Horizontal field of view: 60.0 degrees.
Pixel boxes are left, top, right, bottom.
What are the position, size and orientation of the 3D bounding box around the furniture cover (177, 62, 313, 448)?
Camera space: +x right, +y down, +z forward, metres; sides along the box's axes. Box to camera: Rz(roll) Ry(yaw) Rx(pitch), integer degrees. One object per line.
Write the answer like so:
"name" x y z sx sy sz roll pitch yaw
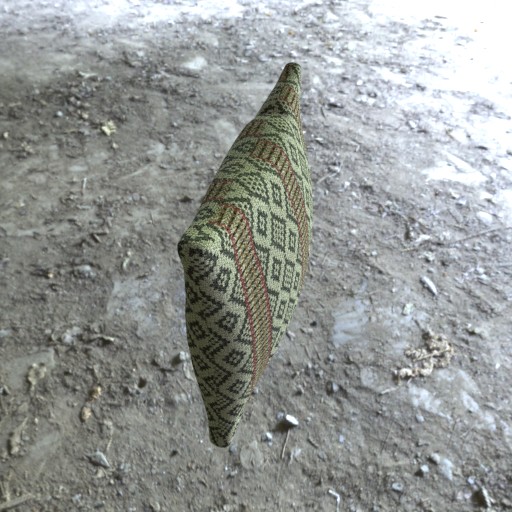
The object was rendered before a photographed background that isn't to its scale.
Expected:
"furniture cover" 0.000 0.000 0.796 0.182 0.506 0.503 11 46 11
